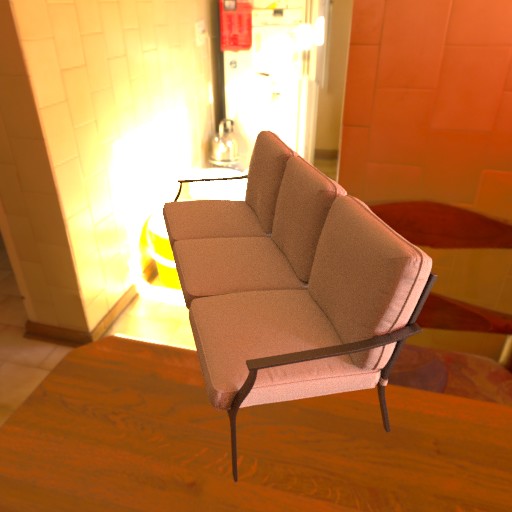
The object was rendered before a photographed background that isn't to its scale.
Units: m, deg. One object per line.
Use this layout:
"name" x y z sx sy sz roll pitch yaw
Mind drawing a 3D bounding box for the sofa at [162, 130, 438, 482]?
"sofa" 0.000 0.000 2.222 0.787 0.860 1.740 -8 31 -14
